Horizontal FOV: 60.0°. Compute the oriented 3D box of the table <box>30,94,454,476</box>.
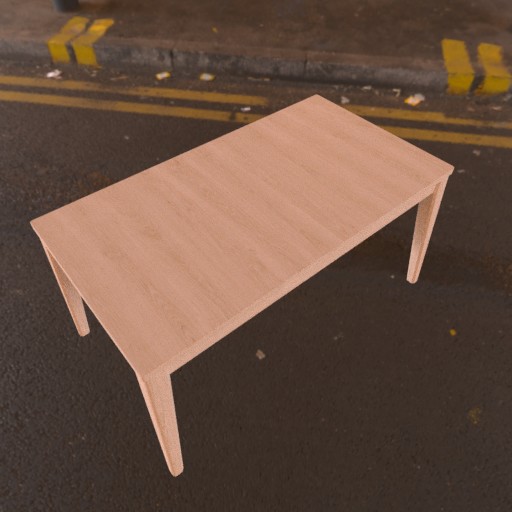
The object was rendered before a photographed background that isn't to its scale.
[{"bbox_3d":[0.000,0.000,2.076,1.600,0.760,0.900,-32,55,-26],"label":"table"}]
